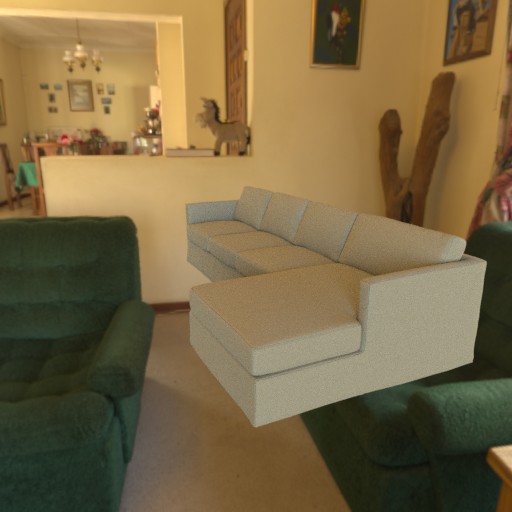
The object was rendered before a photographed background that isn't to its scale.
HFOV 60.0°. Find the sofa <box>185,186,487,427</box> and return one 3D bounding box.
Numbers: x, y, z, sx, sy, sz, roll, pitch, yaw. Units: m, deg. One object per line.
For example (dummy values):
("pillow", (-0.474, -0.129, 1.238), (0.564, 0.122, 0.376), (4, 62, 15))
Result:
("sofa", (0.000, 0.000, 3.801), (1.622, 0.867, 3.177), (-7, 17, -26))
